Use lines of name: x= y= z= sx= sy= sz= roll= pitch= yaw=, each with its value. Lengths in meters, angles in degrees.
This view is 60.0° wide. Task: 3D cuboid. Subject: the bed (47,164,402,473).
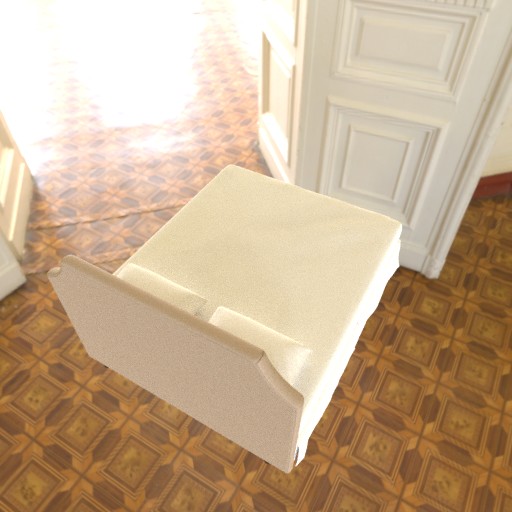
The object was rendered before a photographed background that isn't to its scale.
bed: x=0.000 y=0.000 z=4.249 sx=2.350 sy=1.590 sz=2.773 roll=23 pitch=51 yaw=20
